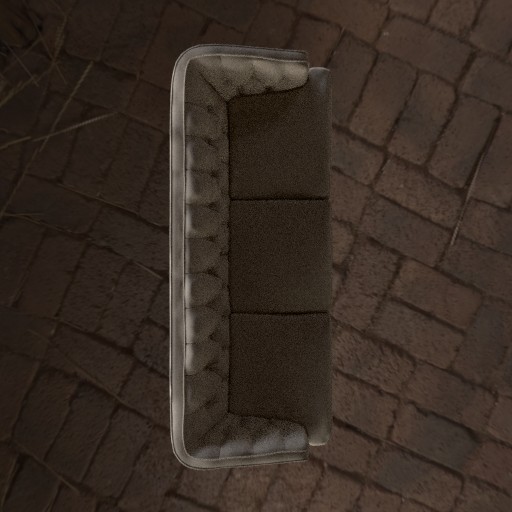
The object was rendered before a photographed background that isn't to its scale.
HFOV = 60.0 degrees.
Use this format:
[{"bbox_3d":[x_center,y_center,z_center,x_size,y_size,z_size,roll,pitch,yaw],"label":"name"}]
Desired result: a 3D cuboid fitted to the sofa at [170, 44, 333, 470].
[{"bbox_3d":[0.000,0.000,2.656,0.913,0.788,2.235,0,90,-1],"label":"sofa"}]
